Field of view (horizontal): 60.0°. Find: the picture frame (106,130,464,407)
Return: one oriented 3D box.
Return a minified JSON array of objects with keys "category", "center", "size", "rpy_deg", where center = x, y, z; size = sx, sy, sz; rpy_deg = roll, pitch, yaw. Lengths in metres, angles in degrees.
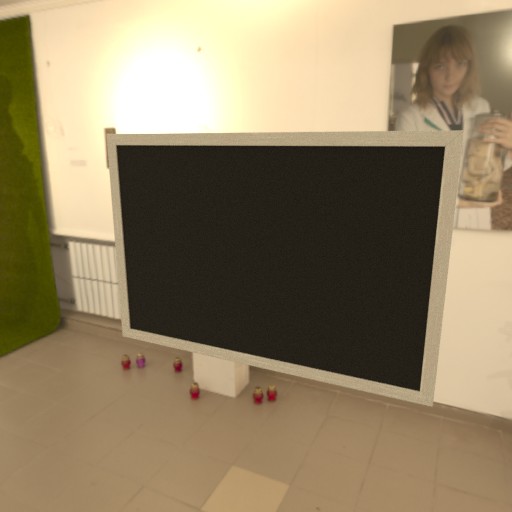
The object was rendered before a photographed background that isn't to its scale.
[{"category":"picture frame","center":[0.000,0.000,1.193],"size":[0.950,0.640,0.029],"rpy_deg":[7,16,24]}]
